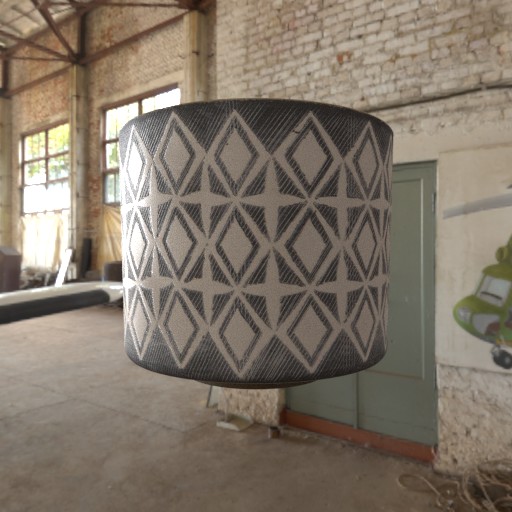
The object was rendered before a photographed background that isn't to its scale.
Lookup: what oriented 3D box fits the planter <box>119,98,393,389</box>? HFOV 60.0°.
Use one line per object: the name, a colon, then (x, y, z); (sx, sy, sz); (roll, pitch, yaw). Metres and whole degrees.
planter: (0.000, 0.000, 0.325); (0.192, 0.165, 0.192); (0, 0, 0)
